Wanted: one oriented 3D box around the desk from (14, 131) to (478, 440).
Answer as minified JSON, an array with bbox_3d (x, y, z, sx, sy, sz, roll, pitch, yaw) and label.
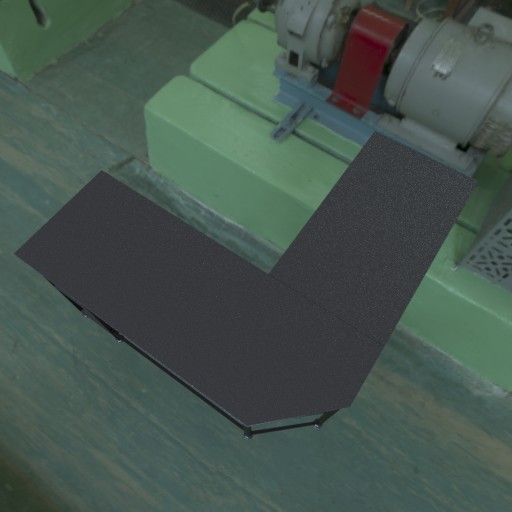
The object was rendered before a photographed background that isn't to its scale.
[{"bbox_3d":[0.000,0.000,2.163,1.379,0.739,1.379,32,68,15],"label":"desk"}]
